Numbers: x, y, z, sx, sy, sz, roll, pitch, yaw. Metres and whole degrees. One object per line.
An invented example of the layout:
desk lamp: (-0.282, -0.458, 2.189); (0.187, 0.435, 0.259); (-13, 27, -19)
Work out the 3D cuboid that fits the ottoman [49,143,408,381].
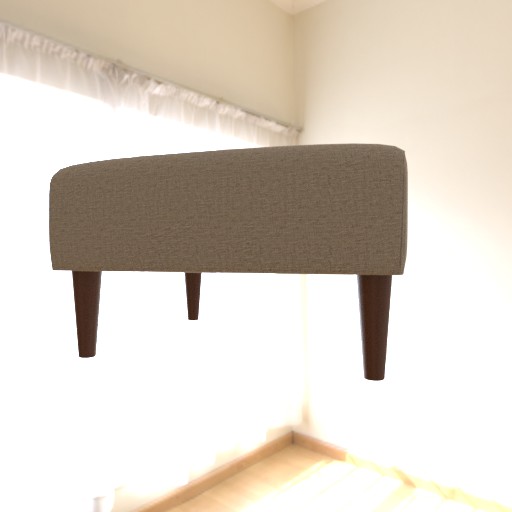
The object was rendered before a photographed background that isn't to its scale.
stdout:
ottoman: (0.000, 0.000, 1.046); (0.655, 0.399, 0.648); (0, 0, 16)
